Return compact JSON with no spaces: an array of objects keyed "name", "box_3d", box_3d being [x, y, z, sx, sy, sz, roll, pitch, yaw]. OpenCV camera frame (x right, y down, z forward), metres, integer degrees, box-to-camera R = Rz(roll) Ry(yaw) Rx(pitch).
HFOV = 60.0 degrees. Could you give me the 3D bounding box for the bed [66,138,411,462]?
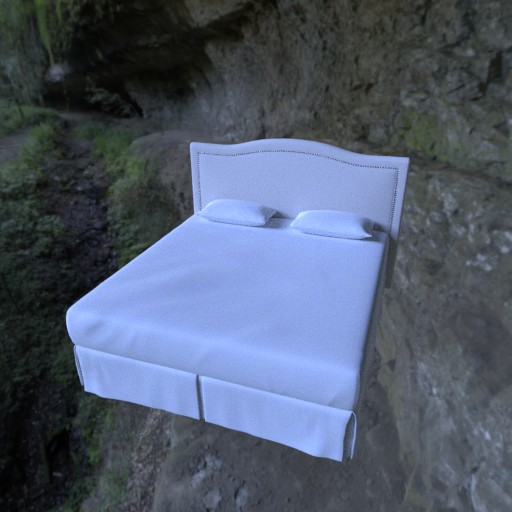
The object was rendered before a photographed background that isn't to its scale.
[{"name":"bed","box_3d":[0.000,0.000,3.460,2.083,1.421,2.182,8,27,17]}]
